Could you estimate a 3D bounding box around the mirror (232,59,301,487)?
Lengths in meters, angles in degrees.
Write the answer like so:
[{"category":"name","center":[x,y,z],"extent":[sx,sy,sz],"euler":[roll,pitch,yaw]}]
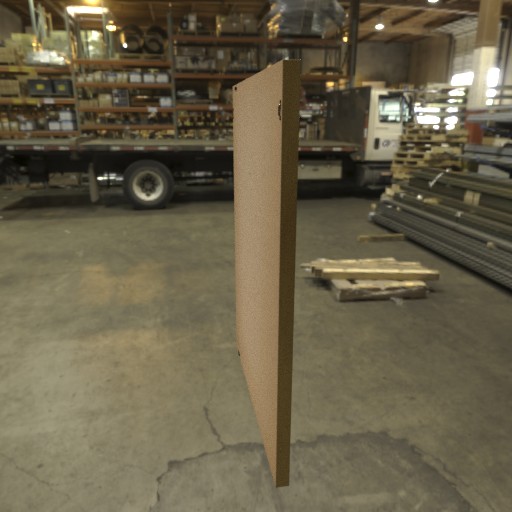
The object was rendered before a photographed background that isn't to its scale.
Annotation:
[{"category":"mirror","center":[0.000,0.000,1.352],"extent":[0.040,1.016,0.762],"euler":[-3,18,-10]}]
